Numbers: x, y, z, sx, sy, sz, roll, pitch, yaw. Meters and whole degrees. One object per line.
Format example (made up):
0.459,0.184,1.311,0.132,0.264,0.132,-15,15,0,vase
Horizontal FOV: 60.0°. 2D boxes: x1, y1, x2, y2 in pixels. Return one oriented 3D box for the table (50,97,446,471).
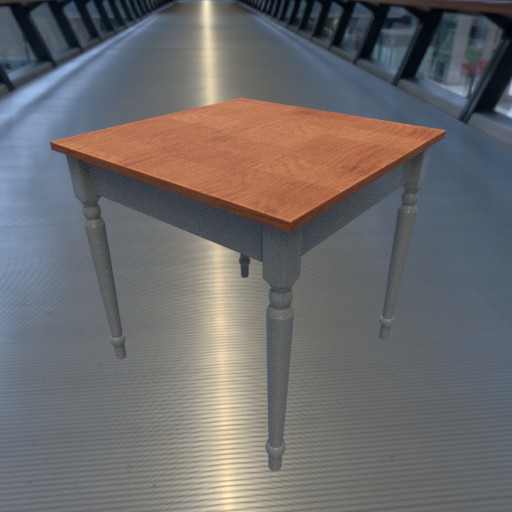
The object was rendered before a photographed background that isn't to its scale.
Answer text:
0.000,0.000,1.361,0.747,0.738,0.747,22,37,33,table
